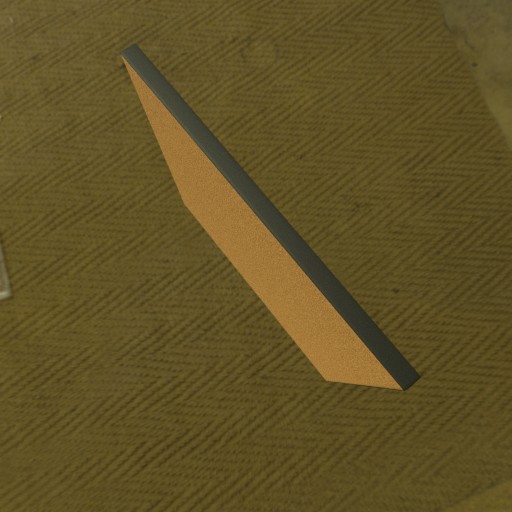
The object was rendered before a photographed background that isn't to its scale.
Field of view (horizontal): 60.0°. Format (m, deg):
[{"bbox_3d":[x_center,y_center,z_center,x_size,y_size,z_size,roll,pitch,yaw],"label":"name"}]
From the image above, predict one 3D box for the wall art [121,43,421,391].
[{"bbox_3d":[0.000,0.000,0.662,0.022,0.453,0.456,-37,78,-9],"label":"wall art"}]
